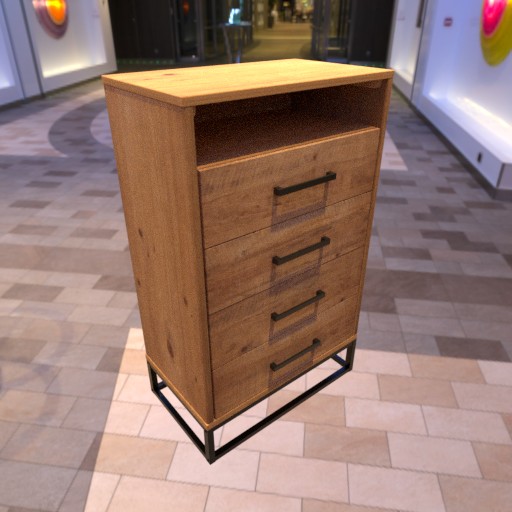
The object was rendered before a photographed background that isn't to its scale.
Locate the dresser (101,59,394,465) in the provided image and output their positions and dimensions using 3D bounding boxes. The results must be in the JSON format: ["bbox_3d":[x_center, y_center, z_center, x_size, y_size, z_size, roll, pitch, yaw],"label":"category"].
[{"bbox_3d":[0.000,0.000,1.613,0.761,1.240,0.479,-21,36,-33],"label":"dresser"}]
